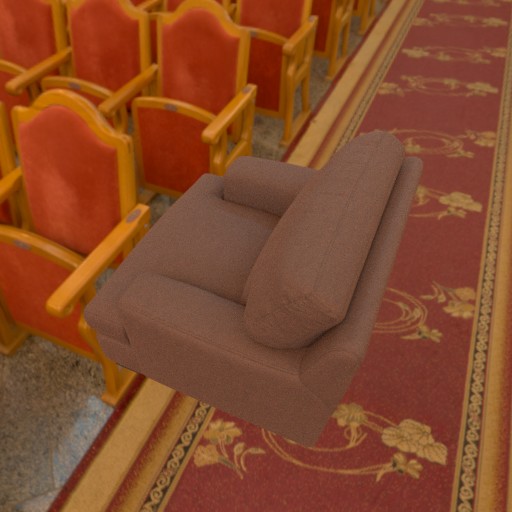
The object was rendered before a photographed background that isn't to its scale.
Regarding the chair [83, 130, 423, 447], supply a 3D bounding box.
[{"bbox_3d":[0.000,0.000,1.989,1.143,0.940,1.168,18,49,16],"label":"chair"}]
